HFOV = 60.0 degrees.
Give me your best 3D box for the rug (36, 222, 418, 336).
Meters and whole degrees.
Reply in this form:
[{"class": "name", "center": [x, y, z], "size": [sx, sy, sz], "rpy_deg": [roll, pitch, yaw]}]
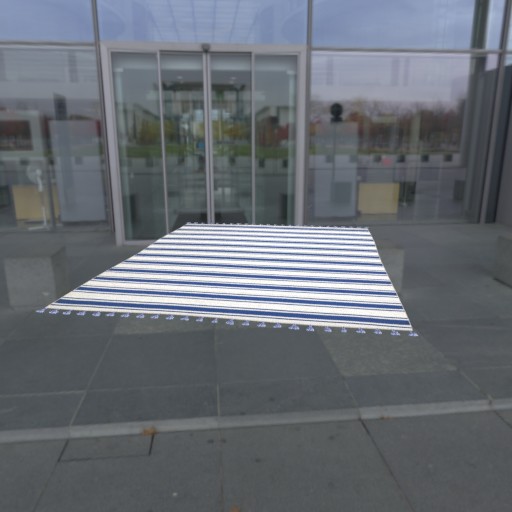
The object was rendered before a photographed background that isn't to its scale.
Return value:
[{"class": "rug", "center": [0.000, 0.000, 4.412], "size": [2.471, 0.016, 3.416], "rpy_deg": [2, 15, 9]}]
